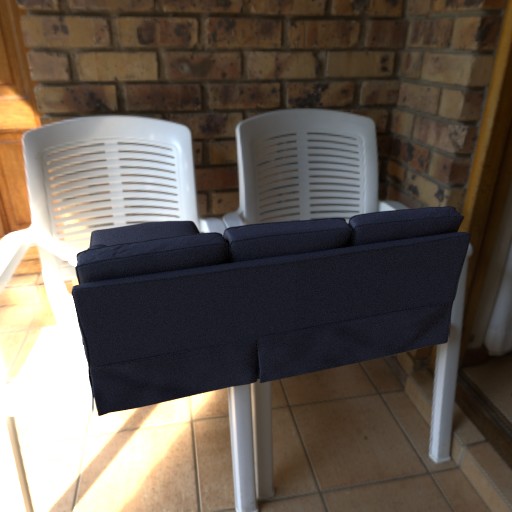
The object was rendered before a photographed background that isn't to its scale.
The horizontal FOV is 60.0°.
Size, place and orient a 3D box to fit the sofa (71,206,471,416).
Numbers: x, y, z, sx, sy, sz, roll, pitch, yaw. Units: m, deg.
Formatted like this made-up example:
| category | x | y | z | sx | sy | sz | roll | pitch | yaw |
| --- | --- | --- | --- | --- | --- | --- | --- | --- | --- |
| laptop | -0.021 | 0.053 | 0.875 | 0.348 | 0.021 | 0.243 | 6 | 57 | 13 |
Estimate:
| category | x | y | z | sx | sy | sz | roll | pitch | yaw |
| --- | --- | --- | --- | --- | --- | --- | --- | --- | --- |
| sofa | 0.000 | 0.000 | 3.407 | 2.518 | 1.039 | 1.637 | -8 | 27 | -15 |
